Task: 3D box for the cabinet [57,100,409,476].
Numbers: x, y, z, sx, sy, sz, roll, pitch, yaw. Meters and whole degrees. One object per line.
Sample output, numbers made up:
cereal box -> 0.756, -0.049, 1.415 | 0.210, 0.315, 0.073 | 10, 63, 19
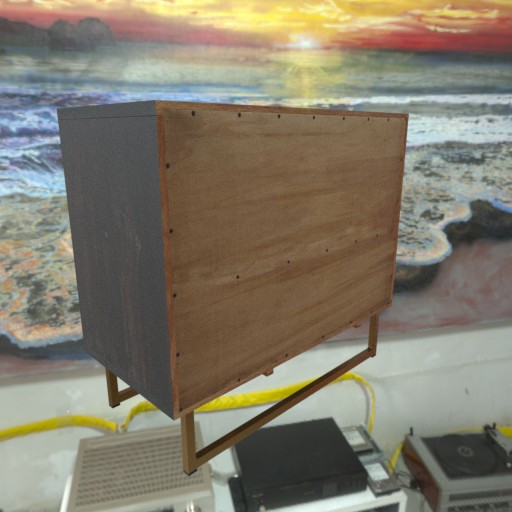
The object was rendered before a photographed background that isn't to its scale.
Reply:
cabinet -> 0.000, 0.000, 1.386 | 0.950, 0.860, 0.451 | -15, 22, -43
